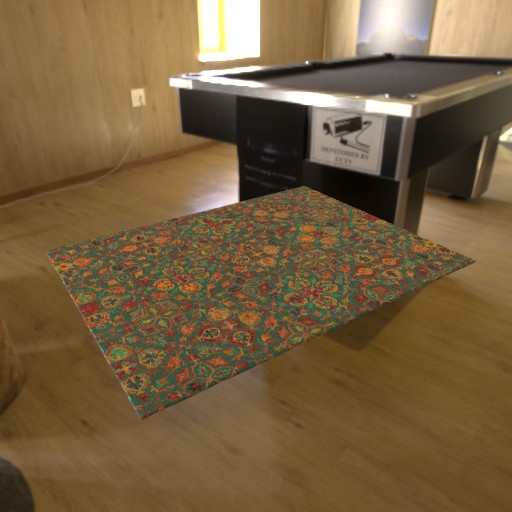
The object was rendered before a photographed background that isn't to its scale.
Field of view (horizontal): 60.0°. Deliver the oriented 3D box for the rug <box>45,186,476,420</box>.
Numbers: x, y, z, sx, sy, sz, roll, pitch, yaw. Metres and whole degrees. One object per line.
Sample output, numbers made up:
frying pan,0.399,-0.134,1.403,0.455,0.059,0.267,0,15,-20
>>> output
rug,0.000,0.000,4.127,3.204,0.025,2.434,-18,33,-30
